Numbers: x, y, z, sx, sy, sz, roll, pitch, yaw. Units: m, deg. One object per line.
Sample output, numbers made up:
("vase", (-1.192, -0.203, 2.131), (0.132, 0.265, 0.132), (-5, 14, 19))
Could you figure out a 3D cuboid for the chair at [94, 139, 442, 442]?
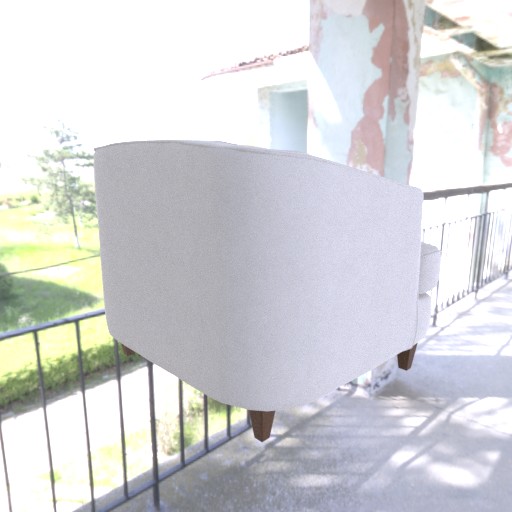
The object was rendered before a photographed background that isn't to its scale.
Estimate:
("chair", (0.000, 0.000, 1.713), (0.941, 0.852, 1.104), (-13, 18, -43))
